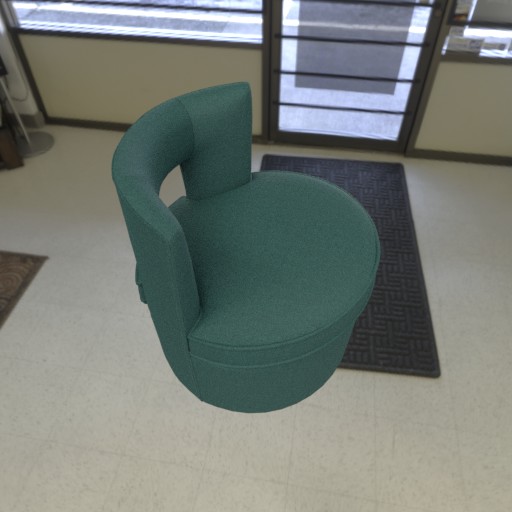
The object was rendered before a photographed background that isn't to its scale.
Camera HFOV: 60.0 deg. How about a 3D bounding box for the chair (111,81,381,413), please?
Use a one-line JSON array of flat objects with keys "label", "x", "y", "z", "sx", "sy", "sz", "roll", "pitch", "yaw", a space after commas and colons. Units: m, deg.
[{"label": "chair", "x": 0.000, "y": 0.000, "z": 1.245, "sx": 0.660, "sy": 0.711, "sz": 0.684, "roll": 9, "pitch": 47, "yaw": 9}]
